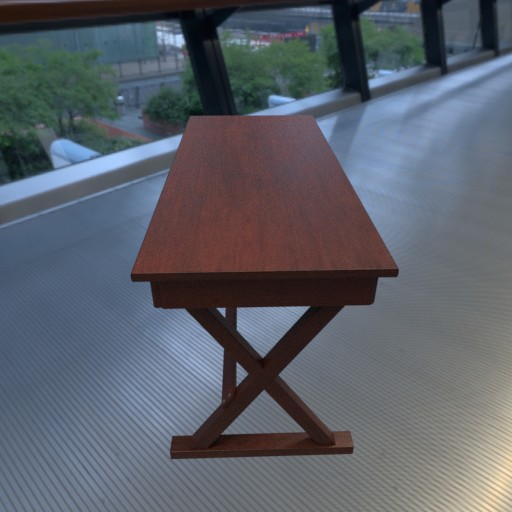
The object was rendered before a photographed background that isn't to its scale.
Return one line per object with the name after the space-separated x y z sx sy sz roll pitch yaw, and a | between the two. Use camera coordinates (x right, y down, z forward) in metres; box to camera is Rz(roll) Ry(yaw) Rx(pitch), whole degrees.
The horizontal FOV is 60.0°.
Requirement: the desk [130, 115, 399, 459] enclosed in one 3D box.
0.000 0.000 1.766 0.600 0.761 1.372 -1 31 -2 | desk
